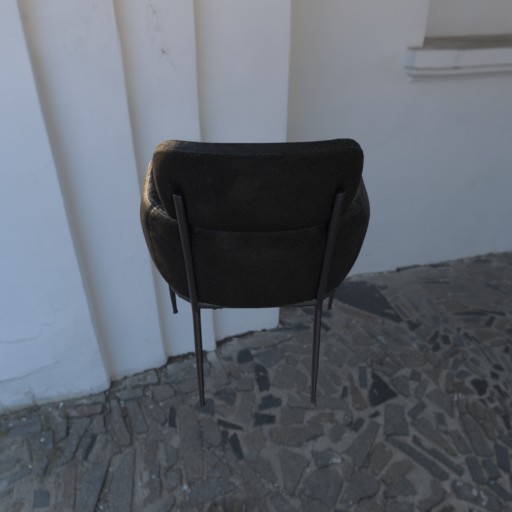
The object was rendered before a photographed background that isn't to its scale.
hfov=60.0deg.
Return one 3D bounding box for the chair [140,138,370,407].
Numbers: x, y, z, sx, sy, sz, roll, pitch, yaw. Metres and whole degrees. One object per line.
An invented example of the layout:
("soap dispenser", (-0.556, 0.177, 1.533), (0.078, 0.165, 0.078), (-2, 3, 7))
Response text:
("chair", (0.000, 0.000, 1.288), (0.640, 0.818, 0.604), (-1, 30, -2))
